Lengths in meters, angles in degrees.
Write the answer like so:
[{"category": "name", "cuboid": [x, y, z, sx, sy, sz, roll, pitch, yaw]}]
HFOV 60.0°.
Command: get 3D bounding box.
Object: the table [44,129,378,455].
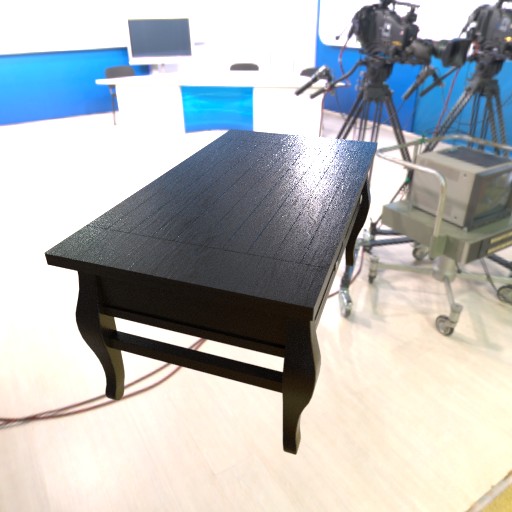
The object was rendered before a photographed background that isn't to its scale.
[{"category": "table", "cuboid": [0.000, 0.000, 1.413, 0.600, 0.494, 1.062, 10, 32, 16]}]
